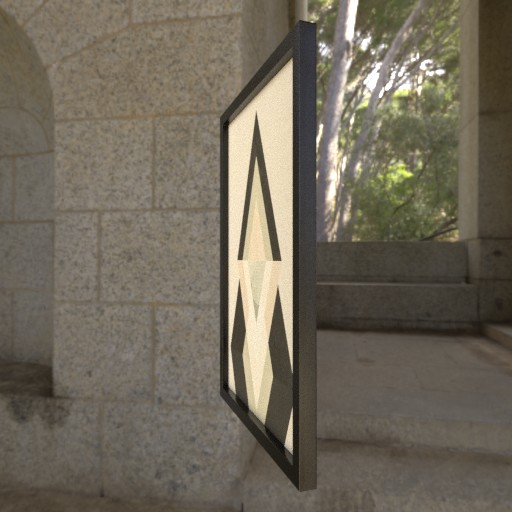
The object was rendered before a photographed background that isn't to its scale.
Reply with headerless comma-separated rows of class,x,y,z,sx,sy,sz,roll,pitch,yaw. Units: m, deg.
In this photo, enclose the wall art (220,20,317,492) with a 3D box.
wall art,0.000,0.000,0.579,0.019,0.455,0.314,0,0,-19
